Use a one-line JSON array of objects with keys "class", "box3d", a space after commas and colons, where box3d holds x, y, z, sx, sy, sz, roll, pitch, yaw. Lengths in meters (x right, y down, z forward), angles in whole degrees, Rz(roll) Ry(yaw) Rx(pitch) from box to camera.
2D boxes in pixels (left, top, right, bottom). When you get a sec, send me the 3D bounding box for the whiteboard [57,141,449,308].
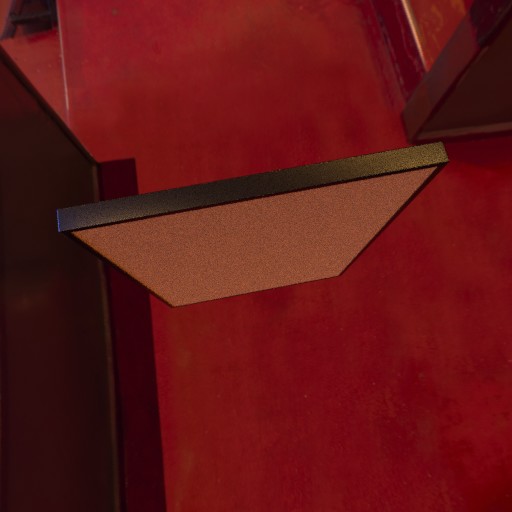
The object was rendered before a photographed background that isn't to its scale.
[{"class": "whiteboard", "box3d": [0.000, 0.000, 0.751, 0.406, 0.611, 0.026, -11, 76, -3]}]
